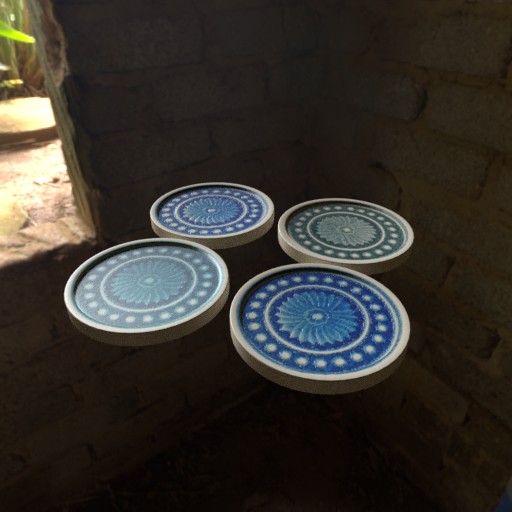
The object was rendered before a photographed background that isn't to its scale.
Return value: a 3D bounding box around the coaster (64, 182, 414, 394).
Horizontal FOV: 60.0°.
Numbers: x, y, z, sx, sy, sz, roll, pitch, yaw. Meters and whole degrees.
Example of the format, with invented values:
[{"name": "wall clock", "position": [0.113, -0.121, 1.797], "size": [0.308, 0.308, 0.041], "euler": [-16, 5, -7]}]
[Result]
[{"name": "coaster", "position": [0.000, 0.000, 0.332], "size": [0.224, 0.010, 0.220], "euler": [10, 34, 15]}]
